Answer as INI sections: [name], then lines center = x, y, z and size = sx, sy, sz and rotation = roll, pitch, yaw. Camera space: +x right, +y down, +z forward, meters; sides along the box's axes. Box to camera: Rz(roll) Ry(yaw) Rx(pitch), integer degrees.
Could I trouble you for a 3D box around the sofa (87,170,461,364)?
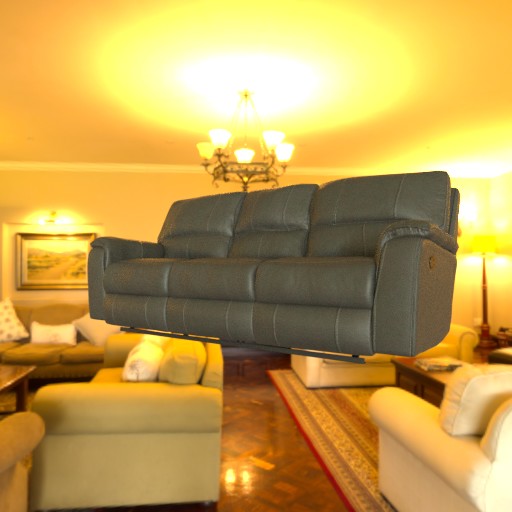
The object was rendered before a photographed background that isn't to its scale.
[sofa]
center = 0.000, 0.000, 3.165
size = 2.627, 1.134, 1.104
rotation = -1, -1, 35
